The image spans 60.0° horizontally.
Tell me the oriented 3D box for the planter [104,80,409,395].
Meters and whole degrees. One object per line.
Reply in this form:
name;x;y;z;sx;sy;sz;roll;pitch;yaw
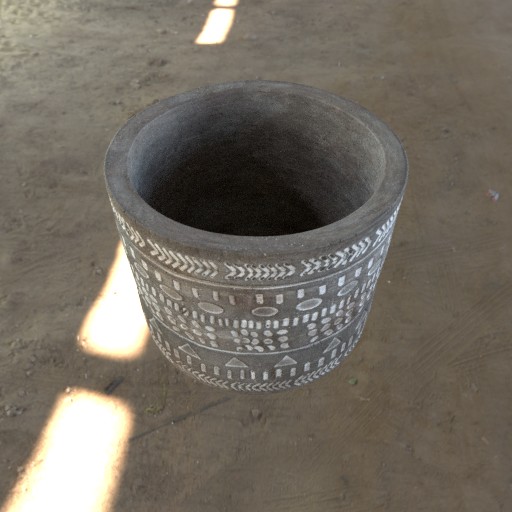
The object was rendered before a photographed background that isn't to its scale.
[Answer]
planter;0.000;0.000;0.225;0.122;0.128;0.122;0;46;0
